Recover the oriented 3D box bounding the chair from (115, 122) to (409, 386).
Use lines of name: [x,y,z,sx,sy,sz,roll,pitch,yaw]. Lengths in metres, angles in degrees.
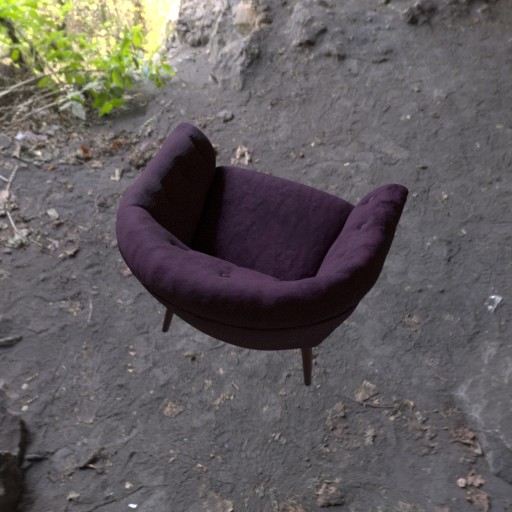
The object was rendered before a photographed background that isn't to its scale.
chair: [0.000,0.000,1.563,0.851,0.885,0.776,18,64,9]
